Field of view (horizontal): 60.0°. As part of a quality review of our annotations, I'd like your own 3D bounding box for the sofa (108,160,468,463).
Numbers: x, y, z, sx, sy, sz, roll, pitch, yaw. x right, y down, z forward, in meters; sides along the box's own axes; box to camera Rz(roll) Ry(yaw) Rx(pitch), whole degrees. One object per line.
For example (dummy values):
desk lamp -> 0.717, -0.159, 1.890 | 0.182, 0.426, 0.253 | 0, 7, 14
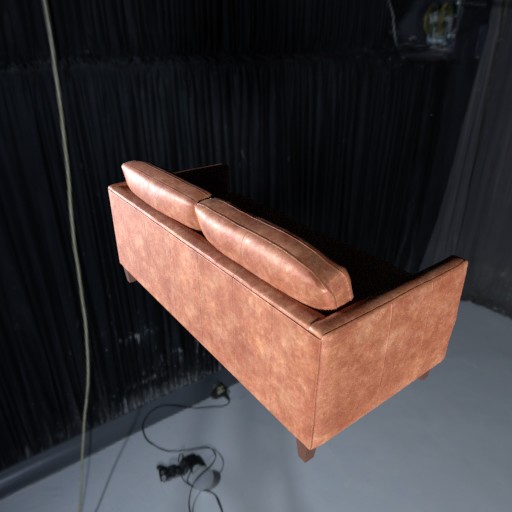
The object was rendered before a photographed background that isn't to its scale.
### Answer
sofa -> 0.000, 0.000, 2.486 | 0.923, 0.863, 1.971 | -19, 33, -32
